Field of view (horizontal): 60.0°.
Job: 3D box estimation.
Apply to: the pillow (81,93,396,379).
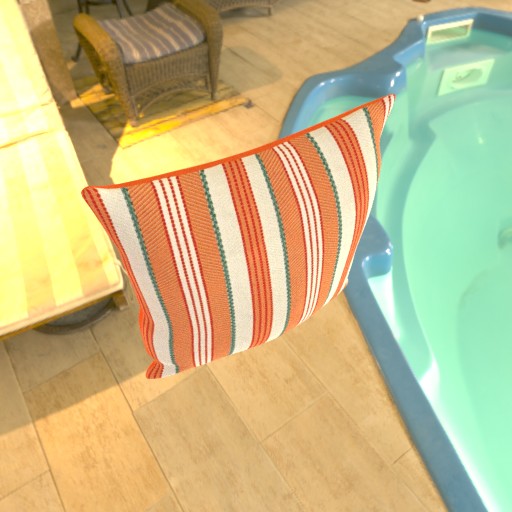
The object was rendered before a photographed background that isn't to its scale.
[{"bbox_3d":[0.000,0.000,0.693,0.440,0.441,0.182,-23,53,-19],"label":"pillow"}]
